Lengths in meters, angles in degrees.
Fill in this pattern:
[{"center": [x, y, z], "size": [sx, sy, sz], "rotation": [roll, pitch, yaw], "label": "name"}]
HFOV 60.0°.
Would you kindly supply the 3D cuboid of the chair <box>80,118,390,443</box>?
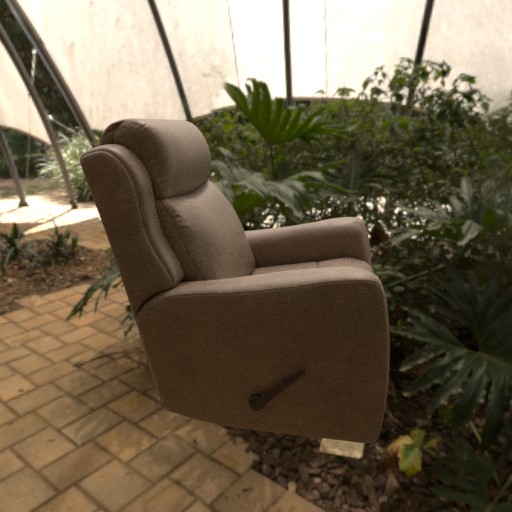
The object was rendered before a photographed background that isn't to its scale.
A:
[{"center": [0.000, 0.000, 1.887], "size": [1.068, 1.116, 0.967], "rotation": [3, 17, 10], "label": "chair"}]
